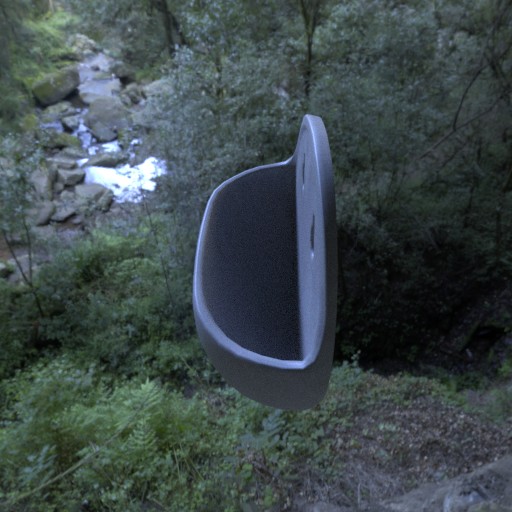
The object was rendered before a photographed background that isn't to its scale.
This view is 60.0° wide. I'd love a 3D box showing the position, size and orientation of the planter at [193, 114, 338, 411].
[{"bbox_3d":[0.000,0.000,0.277,0.073,0.164,0.190,0,41,0],"label":"planter"}]
